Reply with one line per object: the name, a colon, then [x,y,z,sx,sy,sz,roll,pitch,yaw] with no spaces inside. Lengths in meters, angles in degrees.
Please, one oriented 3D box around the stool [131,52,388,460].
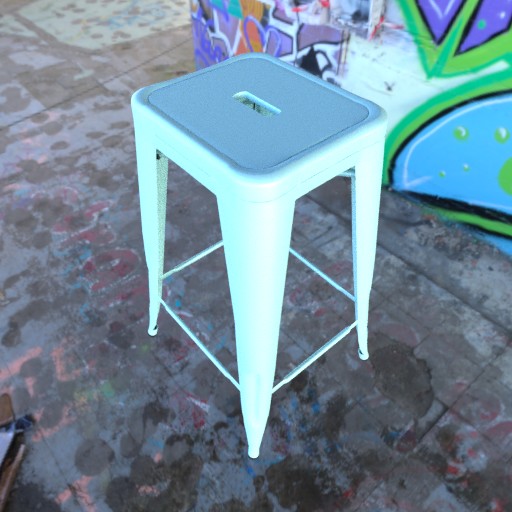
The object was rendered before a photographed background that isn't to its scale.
stool: [0.000,0.000,0.825,0.359,0.609,0.399,-32,54,-27]
